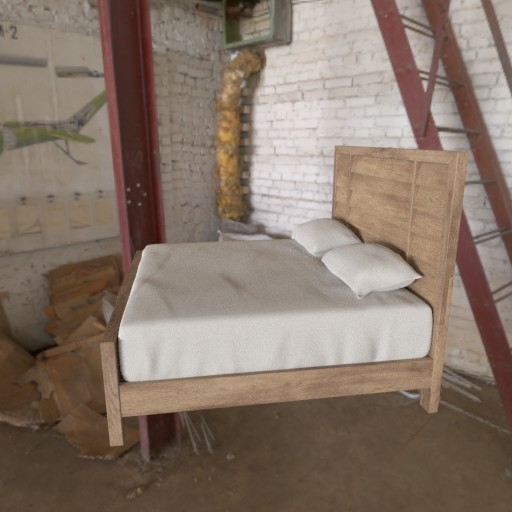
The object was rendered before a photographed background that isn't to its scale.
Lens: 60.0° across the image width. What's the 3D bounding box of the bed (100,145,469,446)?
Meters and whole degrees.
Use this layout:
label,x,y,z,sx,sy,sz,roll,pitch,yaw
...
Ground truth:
label,x,y,z,sx,sy,sz,roll,pitch,yaw
bed,0.000,0.000,3.438,2.032,1.626,2.032,-2,15,-9
